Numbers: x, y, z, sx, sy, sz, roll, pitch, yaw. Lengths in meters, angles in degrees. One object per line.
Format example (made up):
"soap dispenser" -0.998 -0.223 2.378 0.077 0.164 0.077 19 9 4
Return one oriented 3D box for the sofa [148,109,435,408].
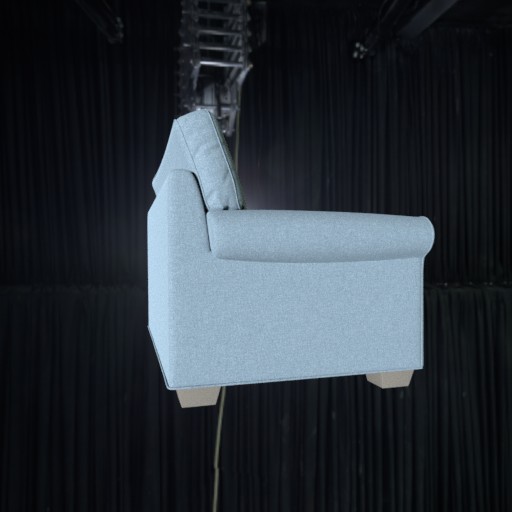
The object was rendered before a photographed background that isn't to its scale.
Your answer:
"sofa" 0.000 0.000 2.096 0.940 0.953 1.410 0 0 -16
